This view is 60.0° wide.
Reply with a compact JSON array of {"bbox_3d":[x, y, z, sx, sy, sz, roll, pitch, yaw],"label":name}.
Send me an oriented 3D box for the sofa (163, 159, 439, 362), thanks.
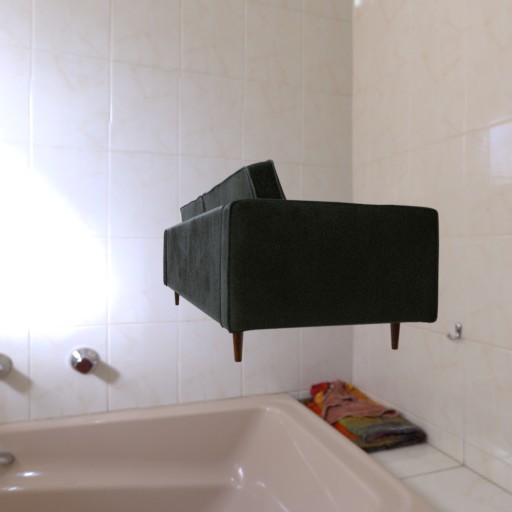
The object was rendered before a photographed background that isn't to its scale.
[{"bbox_3d":[0.000,0.000,2.659,0.886,0.781,2.214,0,1,-17],"label":"sofa"}]
